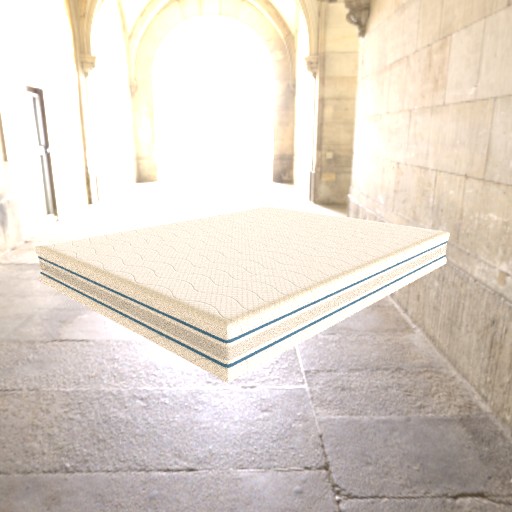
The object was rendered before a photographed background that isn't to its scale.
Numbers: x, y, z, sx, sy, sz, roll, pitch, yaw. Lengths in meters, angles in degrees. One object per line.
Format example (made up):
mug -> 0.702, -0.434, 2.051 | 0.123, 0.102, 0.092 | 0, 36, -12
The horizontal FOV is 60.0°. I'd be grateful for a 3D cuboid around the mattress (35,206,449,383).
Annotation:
mattress -> 0.000, 0.000, 2.741 | 1.600, 0.230, 2.000 | 14, 21, 41
